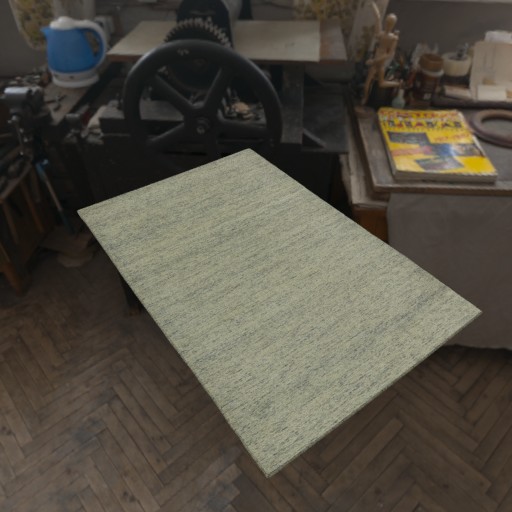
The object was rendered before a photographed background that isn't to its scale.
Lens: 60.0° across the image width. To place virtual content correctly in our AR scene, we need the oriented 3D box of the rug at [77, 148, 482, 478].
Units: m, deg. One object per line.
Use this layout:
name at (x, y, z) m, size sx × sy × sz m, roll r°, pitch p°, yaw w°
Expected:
rug at (0.000, 0.000, 2.304) m, size 1.243 × 0.014 × 1.846 m, roll -26°, pitch 49°, yaw -26°
